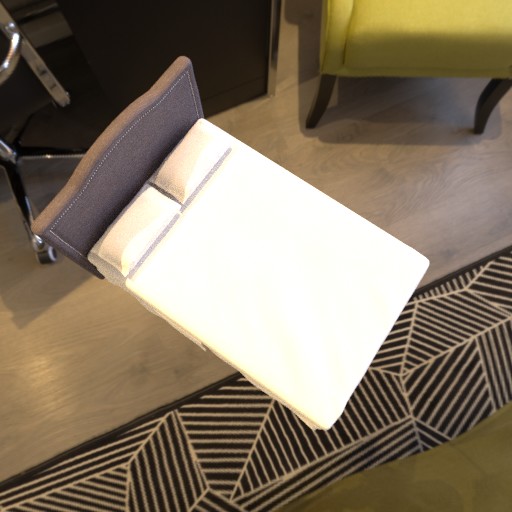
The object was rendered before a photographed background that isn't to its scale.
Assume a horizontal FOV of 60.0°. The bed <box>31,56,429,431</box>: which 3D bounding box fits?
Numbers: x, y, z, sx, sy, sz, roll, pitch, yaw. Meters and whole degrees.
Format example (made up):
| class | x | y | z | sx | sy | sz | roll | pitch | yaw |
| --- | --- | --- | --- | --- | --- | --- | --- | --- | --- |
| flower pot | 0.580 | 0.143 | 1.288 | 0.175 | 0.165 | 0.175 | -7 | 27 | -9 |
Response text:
| class | x | y | z | sx | sy | sz | roll | pitch | yaw |
| --- | --- | --- | --- | --- | --- | --- | --- | --- | --- |
| bed | 0.000 | 0.000 | 3.535 | 2.507 | 1.441 | 1.741 | 34 | 77 | 9 |
